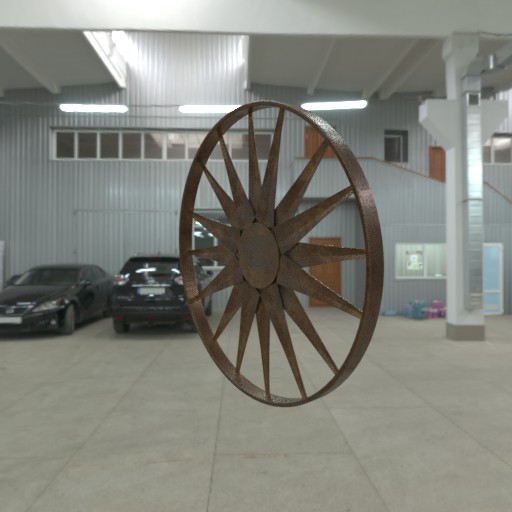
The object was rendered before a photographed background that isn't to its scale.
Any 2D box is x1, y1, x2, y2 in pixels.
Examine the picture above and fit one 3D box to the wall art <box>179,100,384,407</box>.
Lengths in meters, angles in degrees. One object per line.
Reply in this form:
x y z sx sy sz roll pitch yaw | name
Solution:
0.000 0.000 0.878 0.084 0.583 0.582 0 0 -37 | wall art
